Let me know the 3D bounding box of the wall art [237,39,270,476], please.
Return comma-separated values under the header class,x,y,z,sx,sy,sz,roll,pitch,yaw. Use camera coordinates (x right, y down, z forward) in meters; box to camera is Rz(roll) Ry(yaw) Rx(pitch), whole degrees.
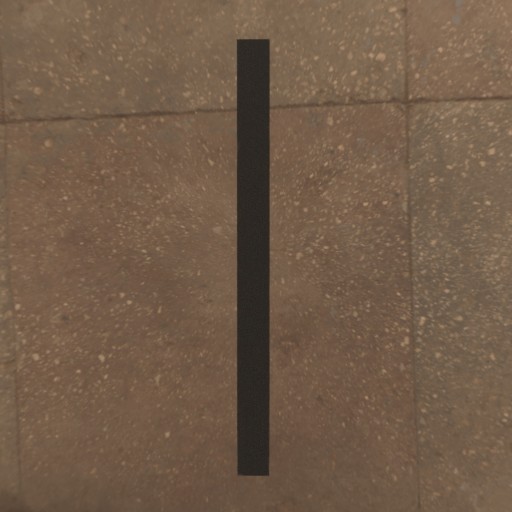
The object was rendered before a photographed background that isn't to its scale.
class,x,y,z,sx,sy,sz,roll,pitch,yaw
wall art,0.000,0.000,0.769,0.038,0.508,0.508,0,91,1
